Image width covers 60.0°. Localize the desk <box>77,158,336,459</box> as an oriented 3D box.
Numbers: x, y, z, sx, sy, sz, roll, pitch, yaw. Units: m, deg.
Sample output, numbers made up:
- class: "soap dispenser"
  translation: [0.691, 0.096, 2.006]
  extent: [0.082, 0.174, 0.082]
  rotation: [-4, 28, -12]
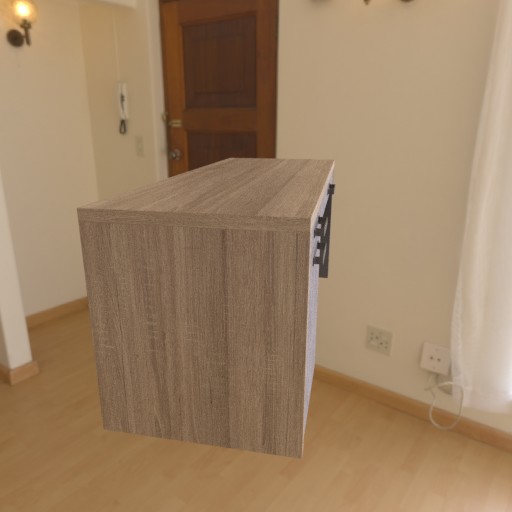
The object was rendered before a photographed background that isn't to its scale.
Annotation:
- class: "desk"
  translation: [0.000, 0.000, 2.100]
  extent: [0.690, 0.760, 1.700]
  rotation: [3, 18, 11]
